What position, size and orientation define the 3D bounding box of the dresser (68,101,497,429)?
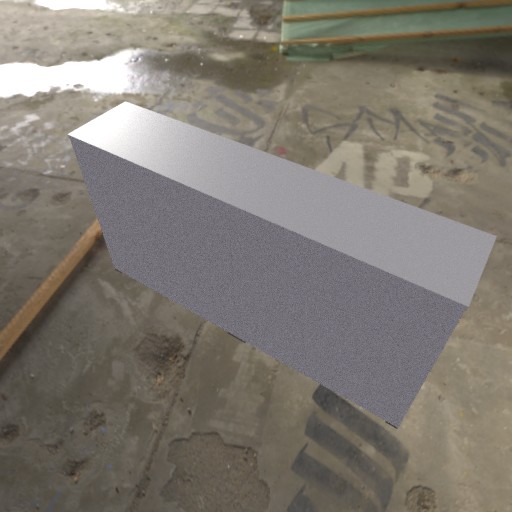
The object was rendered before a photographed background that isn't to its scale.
[{"bbox_3d":[0.000,0.000,1.822,1.535,0.790,0.333,25,51,22],"label":"dresser"}]
